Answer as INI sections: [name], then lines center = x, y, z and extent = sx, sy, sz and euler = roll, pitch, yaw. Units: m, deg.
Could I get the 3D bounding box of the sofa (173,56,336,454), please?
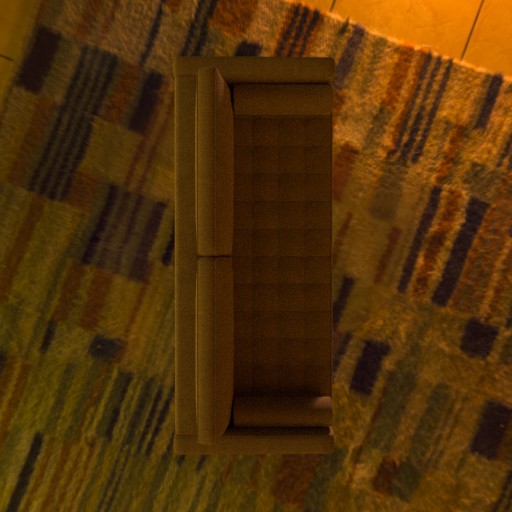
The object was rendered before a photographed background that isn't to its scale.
[sofa]
center = 0.000, 0.000, 2.615
extent = 0.919, 0.770, 2.200
euler = 0, 91, 0
